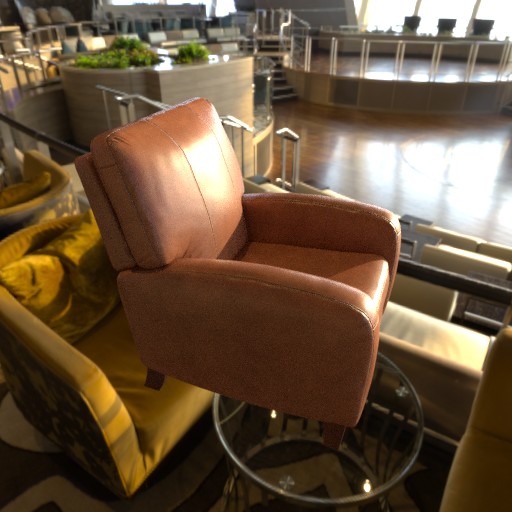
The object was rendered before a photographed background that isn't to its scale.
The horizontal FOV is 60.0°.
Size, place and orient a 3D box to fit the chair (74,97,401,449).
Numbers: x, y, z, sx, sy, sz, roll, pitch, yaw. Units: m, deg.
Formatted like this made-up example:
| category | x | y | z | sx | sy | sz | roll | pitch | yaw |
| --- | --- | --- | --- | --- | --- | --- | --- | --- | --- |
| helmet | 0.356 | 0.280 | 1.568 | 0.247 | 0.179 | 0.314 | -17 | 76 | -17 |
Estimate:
| category | x | y | z | sx | sy | sz | roll | pitch | yaw |
| --- | --- | --- | --- | --- | --- | --- | --- | --- | --- |
| chair | 0.000 | 0.000 | 1.653 | 0.990 | 0.990 | 0.762 | 11 | 32 | 18 |
